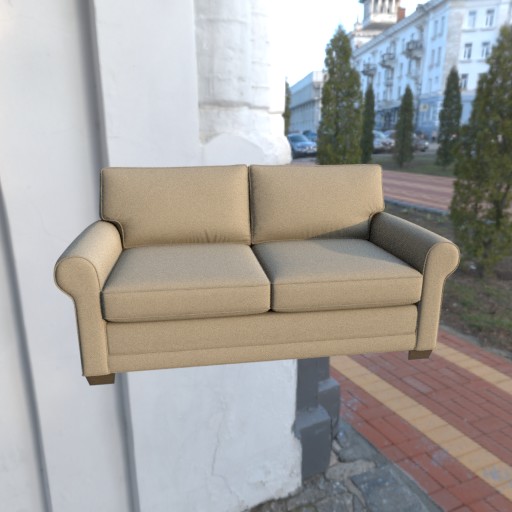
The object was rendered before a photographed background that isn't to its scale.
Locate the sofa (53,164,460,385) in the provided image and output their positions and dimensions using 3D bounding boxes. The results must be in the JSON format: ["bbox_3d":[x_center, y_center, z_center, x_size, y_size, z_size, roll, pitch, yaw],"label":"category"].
[{"bbox_3d":[0.000,0.000,2.444,1.930,0.952,0.940,-2,16,-8],"label":"sofa"}]
